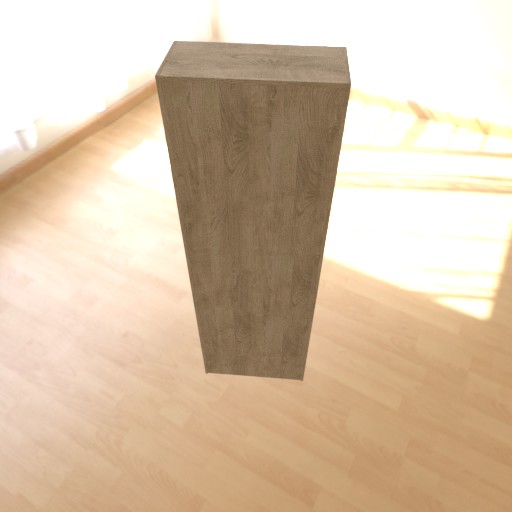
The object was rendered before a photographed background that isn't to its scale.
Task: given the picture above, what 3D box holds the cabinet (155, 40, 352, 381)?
[{"bbox_3d":[0.000,0.000,1.847,0.520,1.630,0.250,4,47,3],"label":"cabinet"}]
